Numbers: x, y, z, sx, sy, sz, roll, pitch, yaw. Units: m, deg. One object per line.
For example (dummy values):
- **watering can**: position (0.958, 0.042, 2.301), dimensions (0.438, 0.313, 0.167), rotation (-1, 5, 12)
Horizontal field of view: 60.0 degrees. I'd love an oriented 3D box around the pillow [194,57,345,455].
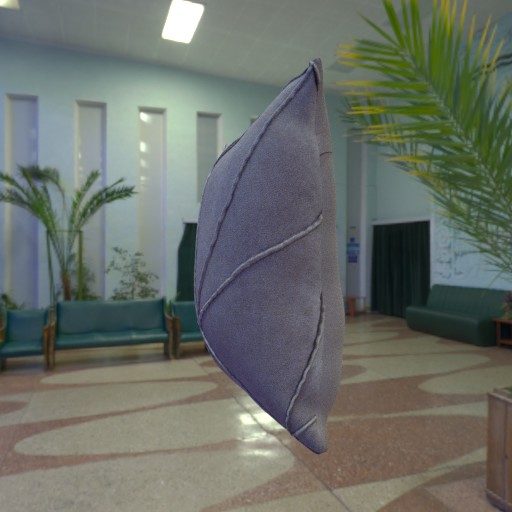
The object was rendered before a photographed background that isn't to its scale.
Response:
- **pillow**: position (0.000, 0.000, 0.679), dimensions (0.185, 0.440, 0.439), rotation (0, 0, -17)
